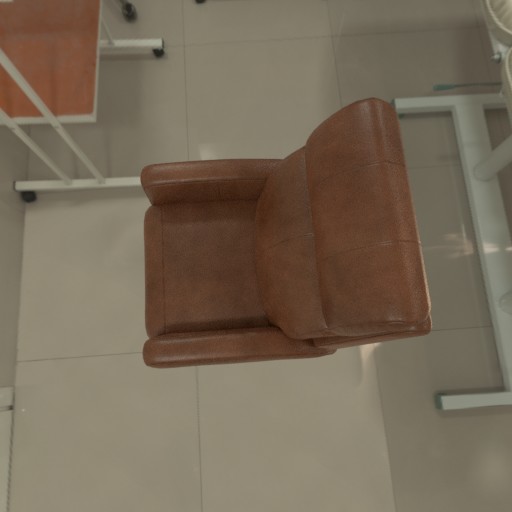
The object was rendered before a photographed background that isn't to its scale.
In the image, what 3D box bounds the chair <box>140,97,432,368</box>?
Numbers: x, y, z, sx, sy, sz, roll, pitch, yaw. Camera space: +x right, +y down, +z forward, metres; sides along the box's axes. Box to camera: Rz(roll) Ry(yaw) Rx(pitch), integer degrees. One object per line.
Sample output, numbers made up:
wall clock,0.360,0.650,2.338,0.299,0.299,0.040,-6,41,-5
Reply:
chair,0.000,0.000,1.693,0.939,1.016,0.787,-4,76,-1
